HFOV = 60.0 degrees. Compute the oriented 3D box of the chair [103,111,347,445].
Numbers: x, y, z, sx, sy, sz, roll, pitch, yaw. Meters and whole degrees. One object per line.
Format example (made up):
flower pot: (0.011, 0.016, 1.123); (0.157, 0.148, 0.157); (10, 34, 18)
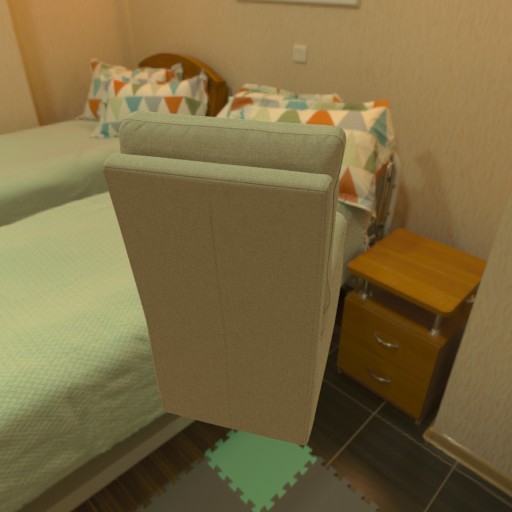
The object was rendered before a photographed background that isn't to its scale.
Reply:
chair: (0.000, 0.000, 1.345); (0.503, 0.927, 0.698); (9, 33, 13)
